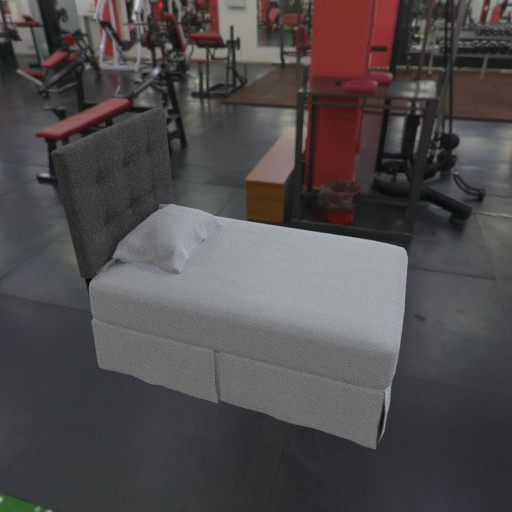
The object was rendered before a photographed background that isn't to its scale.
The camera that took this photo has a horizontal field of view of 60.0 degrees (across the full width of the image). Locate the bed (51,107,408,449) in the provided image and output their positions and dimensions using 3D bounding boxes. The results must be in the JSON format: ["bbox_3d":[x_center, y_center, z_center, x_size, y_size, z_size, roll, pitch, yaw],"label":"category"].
[{"bbox_3d":[0.000,0.000,2.966,1.997,1.571,1.261,10,32,16],"label":"bed"}]
